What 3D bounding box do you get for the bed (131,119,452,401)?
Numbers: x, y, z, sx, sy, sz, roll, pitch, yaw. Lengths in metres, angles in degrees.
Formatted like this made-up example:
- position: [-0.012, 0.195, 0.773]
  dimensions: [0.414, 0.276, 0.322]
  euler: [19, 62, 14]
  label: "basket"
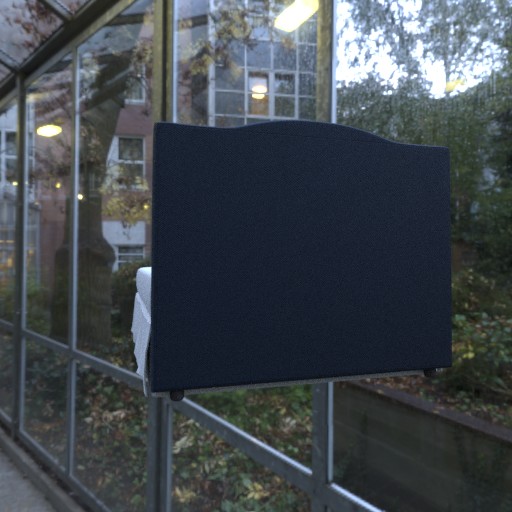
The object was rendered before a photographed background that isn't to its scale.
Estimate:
- position: [0.000, 0.000, 3.434]
  dimensions: [1.821, 1.436, 2.282]
  euler: [0, 0, -17]
  label: "bed"
